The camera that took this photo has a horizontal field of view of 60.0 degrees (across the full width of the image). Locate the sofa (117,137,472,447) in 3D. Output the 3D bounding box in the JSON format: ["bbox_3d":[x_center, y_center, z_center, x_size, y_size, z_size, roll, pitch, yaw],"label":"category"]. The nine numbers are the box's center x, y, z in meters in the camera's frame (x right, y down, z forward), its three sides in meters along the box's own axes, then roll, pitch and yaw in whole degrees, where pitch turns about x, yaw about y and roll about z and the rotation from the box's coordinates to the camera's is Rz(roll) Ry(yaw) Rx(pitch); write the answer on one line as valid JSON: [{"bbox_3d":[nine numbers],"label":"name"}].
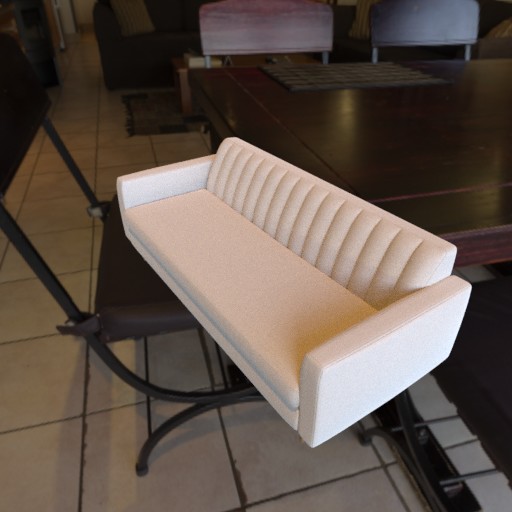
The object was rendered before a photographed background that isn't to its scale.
[{"bbox_3d":[0.000,0.000,2.768,0.990,0.821,2.291,-21,38,-28],"label":"sofa"}]
